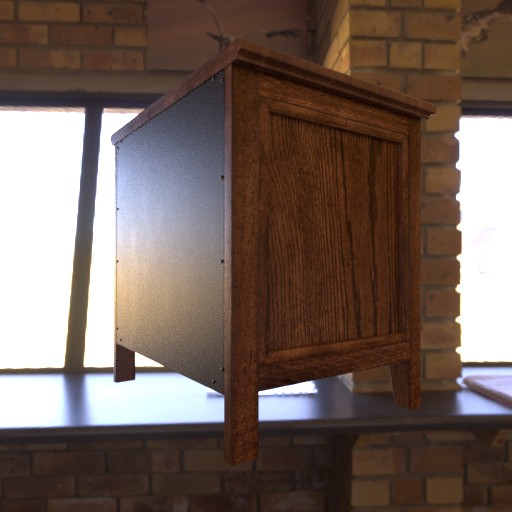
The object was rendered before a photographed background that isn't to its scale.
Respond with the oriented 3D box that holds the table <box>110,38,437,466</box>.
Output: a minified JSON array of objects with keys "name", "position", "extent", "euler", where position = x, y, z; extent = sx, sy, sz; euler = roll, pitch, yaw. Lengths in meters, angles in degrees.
[{"name":"table","position":[0.000,0.000,0.975],"extent":[0.461,0.597,0.586],"euler":[0,-1,-35]}]
